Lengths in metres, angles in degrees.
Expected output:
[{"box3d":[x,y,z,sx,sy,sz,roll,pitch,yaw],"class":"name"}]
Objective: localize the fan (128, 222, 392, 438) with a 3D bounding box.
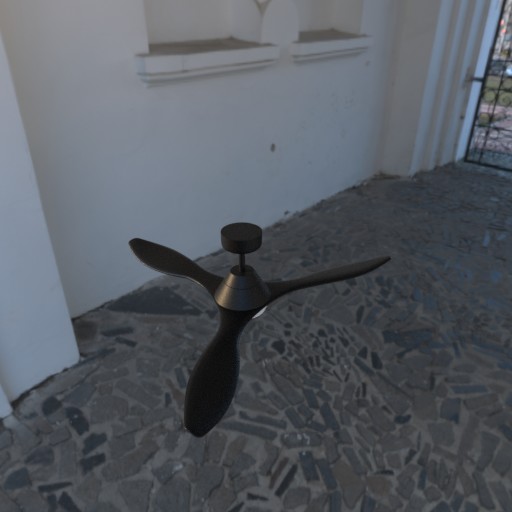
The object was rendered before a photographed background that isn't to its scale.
[{"box3d":[0.000,0.000,1.641,1.067,0.305,1.067,-18,34,-29],"class":"fan"}]
